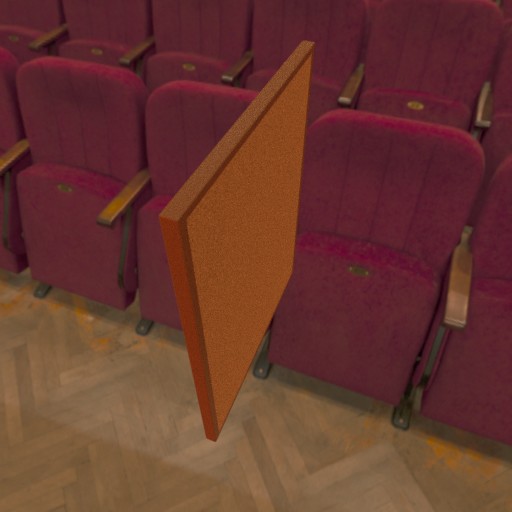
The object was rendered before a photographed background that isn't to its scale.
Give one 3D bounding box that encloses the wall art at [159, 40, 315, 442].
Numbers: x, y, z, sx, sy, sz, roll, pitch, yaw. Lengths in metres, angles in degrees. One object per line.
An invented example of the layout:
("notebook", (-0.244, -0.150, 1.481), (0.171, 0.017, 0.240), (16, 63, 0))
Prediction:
("wall art", (0.000, 0.000, 0.523), (0.015, 0.379, 0.310), (16, 49, 15))
